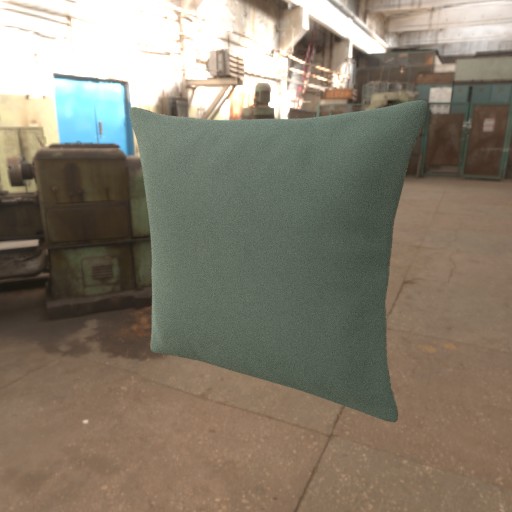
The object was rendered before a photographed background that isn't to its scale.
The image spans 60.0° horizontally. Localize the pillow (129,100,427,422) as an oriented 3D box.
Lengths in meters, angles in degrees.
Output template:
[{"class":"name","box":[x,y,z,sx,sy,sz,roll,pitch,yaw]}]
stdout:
[{"class":"pillow","box":[0.000,0.000,0.779,0.526,0.507,0.166,9,18,27]}]
